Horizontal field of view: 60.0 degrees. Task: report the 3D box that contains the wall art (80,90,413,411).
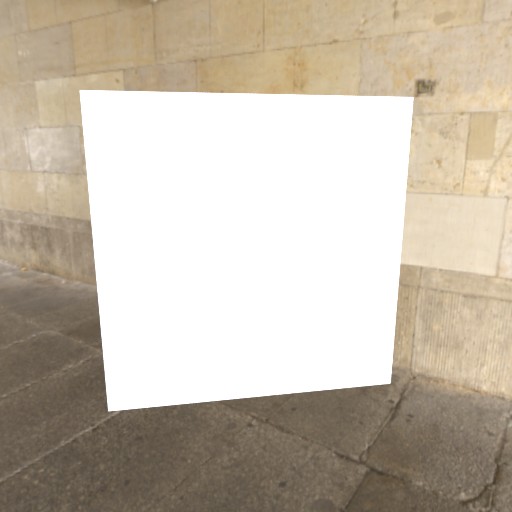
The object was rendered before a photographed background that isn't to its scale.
[{"bbox_3d":[0.000,0.000,0.814,0.559,0.559,0.028,-2,14,-10],"label":"wall art"}]
